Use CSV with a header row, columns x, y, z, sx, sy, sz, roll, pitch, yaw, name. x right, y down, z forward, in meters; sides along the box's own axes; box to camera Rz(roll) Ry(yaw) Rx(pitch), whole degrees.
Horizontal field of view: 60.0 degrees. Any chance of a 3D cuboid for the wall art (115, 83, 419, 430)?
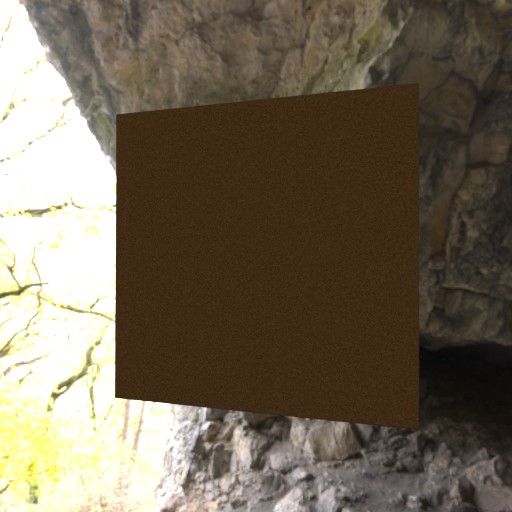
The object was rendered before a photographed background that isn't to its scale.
x,y,z,sx,sy,sz,roll,pitch,yaw,name
0.000,0.000,0.589,0.406,0.403,0.039,0,0,16,wall art
